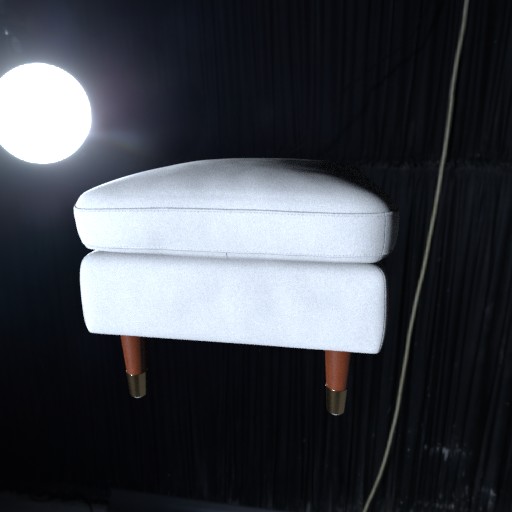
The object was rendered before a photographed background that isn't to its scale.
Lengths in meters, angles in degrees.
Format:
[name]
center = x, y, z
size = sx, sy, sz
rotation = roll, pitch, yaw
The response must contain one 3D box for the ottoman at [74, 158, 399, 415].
[ottoman]
center = 0.000, 0.000, 1.126
size = 0.593, 0.478, 0.747
rotation = 2, 15, 8
